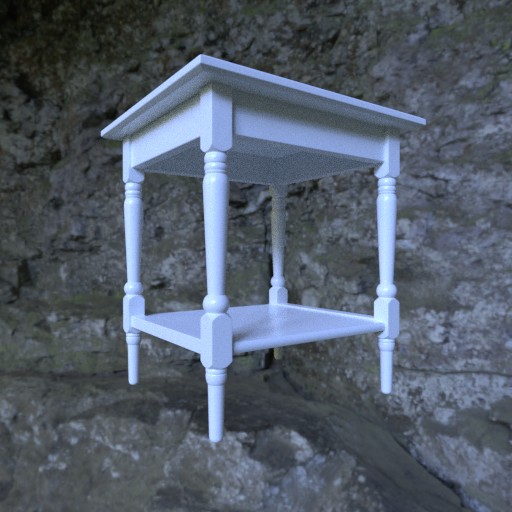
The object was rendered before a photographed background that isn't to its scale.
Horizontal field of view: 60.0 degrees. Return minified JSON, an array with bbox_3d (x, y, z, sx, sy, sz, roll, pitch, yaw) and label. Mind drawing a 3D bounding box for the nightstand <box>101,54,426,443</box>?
[{"bbox_3d":[0.000,0.000,0.927,0.505,0.555,0.459,0,1,-35],"label":"nightstand"}]
